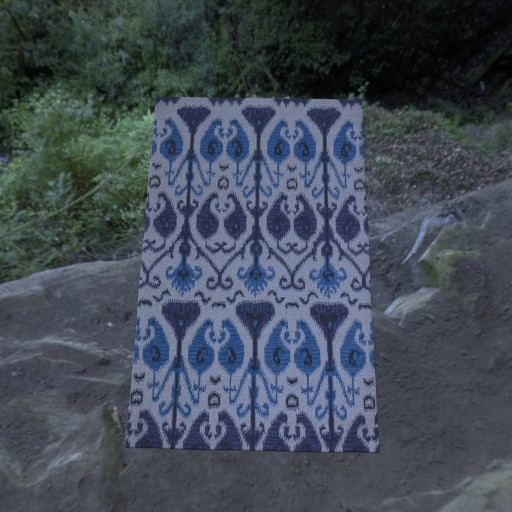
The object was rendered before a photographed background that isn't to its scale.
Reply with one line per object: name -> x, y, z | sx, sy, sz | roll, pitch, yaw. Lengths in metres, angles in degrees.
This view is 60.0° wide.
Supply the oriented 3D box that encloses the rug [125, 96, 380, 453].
rug -> 0.000, 0.000, 2.080 | 1.072, 0.013, 1.698 | 1, 75, 0
